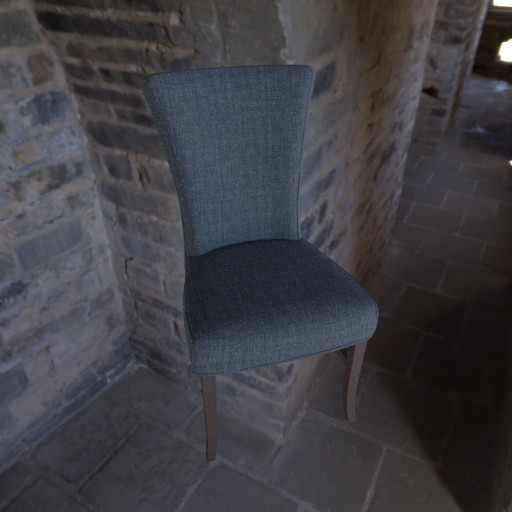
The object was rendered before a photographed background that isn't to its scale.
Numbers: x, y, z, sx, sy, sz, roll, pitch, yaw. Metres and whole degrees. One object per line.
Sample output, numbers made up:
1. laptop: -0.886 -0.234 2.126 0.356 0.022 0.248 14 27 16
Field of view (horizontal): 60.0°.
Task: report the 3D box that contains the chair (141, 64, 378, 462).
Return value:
1. chair: 0.000 0.000 1.355 0.520 0.991 0.660 -9 34 -14
